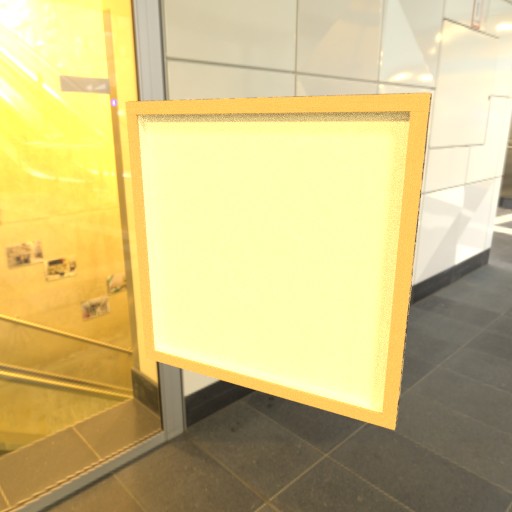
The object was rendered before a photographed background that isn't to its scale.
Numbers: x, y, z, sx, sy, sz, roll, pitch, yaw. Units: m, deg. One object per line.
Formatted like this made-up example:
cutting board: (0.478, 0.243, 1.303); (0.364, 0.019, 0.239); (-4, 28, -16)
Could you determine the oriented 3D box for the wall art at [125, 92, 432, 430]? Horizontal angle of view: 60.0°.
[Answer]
wall art: (0.000, 0.000, 1.357); (0.914, 0.914, 0.038); (8, 18, 26)
